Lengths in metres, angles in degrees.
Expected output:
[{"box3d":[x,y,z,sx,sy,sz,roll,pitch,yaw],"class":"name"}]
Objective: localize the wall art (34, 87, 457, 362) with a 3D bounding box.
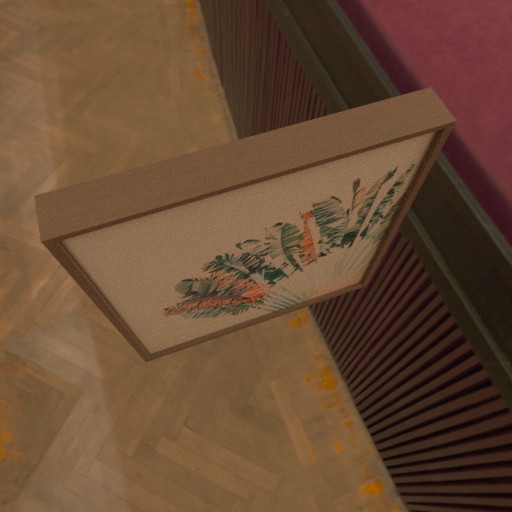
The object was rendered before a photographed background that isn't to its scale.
[{"box3d":[0.000,0.000,0.448,0.304,0.303,0.038,-18,64,-9],"class":"wall art"}]
